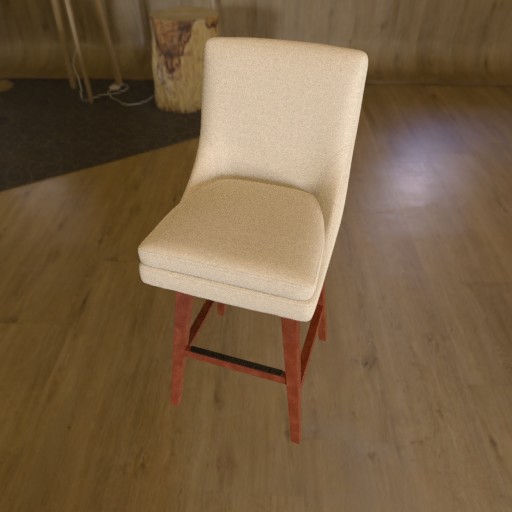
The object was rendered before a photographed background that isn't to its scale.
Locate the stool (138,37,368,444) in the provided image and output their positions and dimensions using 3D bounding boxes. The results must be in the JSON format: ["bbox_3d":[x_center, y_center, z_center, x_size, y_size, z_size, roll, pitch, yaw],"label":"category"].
[{"bbox_3d":[0.000,0.000,1.350,0.470,1.092,0.559,12,42,14],"label":"stool"}]
